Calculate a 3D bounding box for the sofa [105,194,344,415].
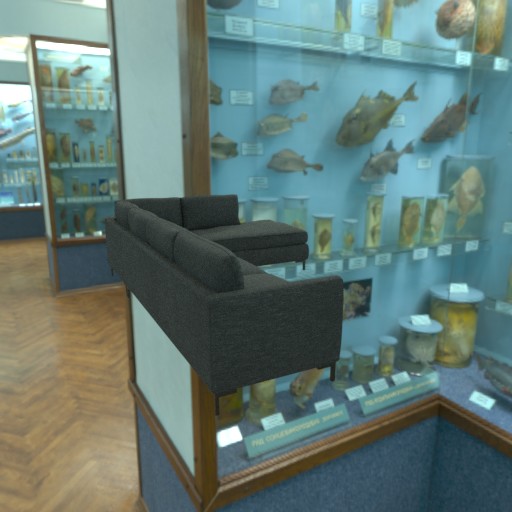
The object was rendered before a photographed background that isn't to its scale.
[{"bbox_3d":[0.000,0.000,3.794,2.007,0.815,2.949,-7,15,-27],"label":"sofa"}]
